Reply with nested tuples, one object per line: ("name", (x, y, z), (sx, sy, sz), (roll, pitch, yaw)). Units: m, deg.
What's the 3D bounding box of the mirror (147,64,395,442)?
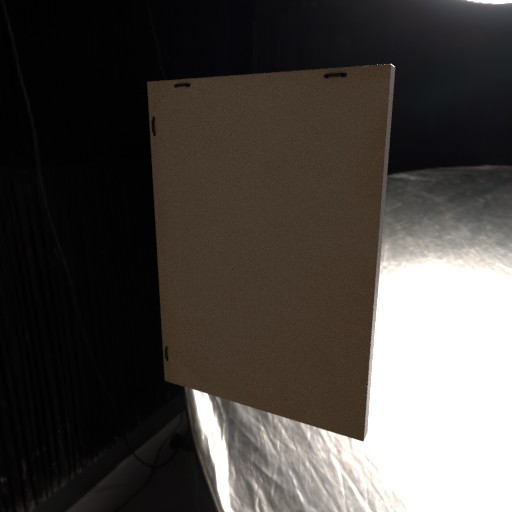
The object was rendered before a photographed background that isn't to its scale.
("mirror", (0.000, 0.000, 0.932), (0.507, 0.710, 0.039), (8, 17, 27))
